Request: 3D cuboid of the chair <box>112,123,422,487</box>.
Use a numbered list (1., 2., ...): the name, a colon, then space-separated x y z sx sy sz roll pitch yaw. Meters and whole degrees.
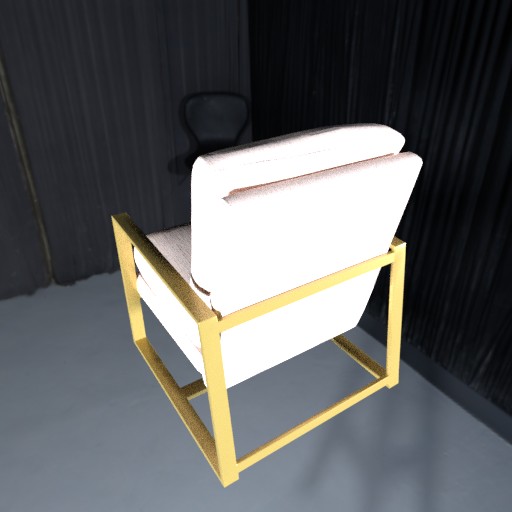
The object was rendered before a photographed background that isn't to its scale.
1. chair: 0.000 0.000 1.547 0.758 0.956 0.813 -18 35 -28
